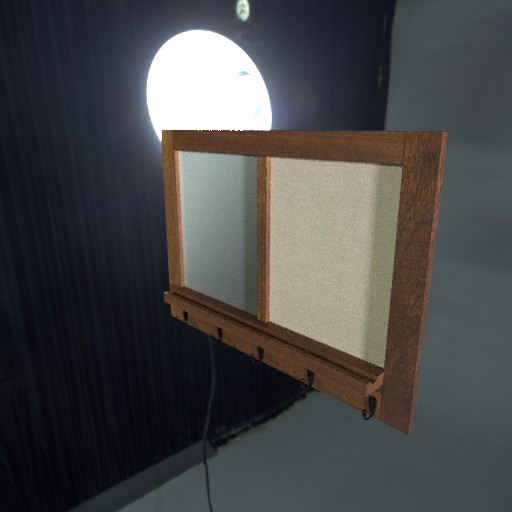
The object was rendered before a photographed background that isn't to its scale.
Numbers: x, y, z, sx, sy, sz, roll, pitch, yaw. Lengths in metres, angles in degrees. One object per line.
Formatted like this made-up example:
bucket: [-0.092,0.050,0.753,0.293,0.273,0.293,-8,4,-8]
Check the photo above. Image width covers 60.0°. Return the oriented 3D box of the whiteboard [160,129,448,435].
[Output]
whiteboard: [0.000,0.000,1.021,0.083,0.559,0.783,-16,23,-43]
